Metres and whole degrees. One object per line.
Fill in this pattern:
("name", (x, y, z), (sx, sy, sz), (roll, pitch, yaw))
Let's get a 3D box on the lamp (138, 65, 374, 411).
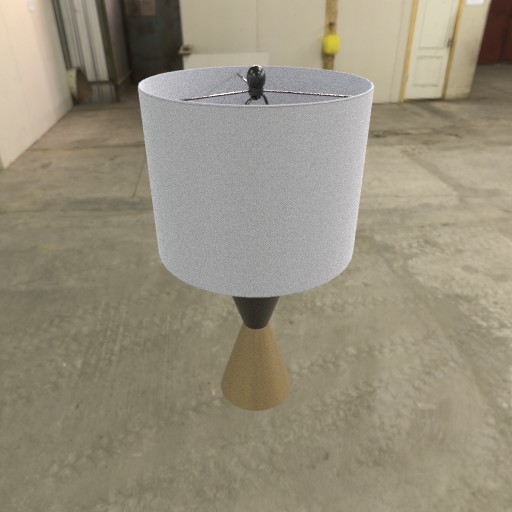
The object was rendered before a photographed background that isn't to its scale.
("lamp", (0.000, 0.000, 0.720), (0.304, 0.573, 0.304), (11, 32, 18))
